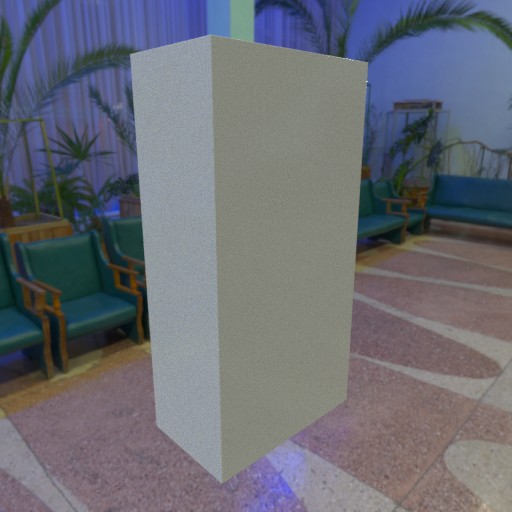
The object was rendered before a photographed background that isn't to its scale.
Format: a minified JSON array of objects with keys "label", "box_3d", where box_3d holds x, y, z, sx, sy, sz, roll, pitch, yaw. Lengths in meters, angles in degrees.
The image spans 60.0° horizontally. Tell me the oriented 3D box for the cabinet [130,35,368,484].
[{"label":"cabinet","box_3d":[0.000,0.000,2.337,0.980,1.920,0.580,-15,21,-41]}]
